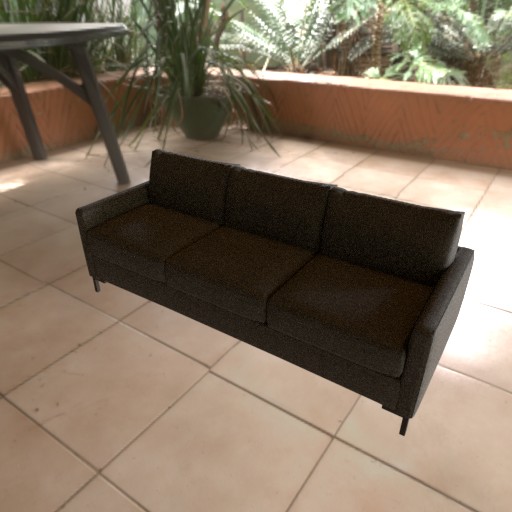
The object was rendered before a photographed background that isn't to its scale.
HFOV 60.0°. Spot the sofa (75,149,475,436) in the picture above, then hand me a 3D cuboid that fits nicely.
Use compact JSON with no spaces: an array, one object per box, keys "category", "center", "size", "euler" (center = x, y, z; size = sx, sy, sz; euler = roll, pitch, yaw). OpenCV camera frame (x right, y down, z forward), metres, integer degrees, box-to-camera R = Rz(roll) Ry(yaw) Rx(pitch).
[{"category":"sofa","center":[0.000,0.000,2.657],"size":[2.253,0.879,0.876],"euler":[18,34,29]}]
